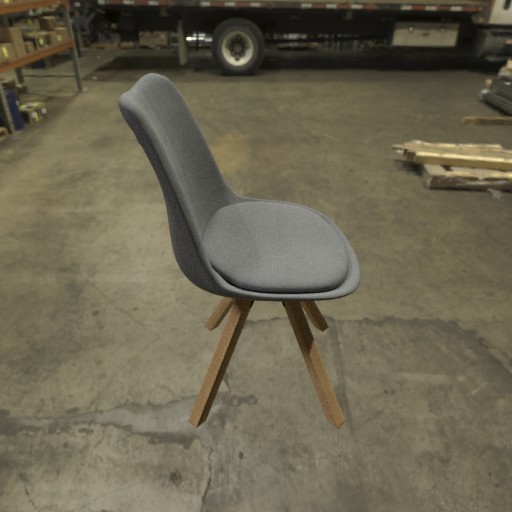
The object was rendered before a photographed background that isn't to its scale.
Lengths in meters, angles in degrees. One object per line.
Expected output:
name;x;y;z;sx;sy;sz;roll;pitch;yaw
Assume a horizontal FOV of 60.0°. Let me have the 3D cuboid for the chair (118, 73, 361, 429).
chair;0.000;0.000;1.173;0.549;0.863;0.474;1;33;1
